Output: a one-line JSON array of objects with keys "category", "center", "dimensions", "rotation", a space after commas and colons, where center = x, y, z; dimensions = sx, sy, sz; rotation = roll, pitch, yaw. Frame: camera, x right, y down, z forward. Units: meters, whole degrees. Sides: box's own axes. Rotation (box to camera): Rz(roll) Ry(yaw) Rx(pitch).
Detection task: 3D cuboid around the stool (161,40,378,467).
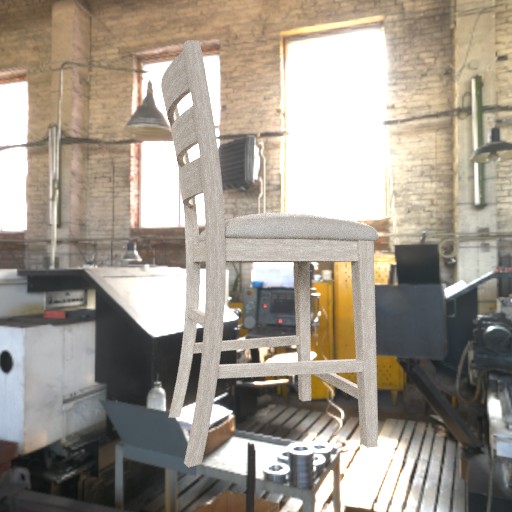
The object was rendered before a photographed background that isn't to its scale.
[{"category": "stool", "center": [0.000, 0.000, 1.339], "dimensions": [0.569, 1.032, 0.484], "rotation": [0, -1, -17]}]
